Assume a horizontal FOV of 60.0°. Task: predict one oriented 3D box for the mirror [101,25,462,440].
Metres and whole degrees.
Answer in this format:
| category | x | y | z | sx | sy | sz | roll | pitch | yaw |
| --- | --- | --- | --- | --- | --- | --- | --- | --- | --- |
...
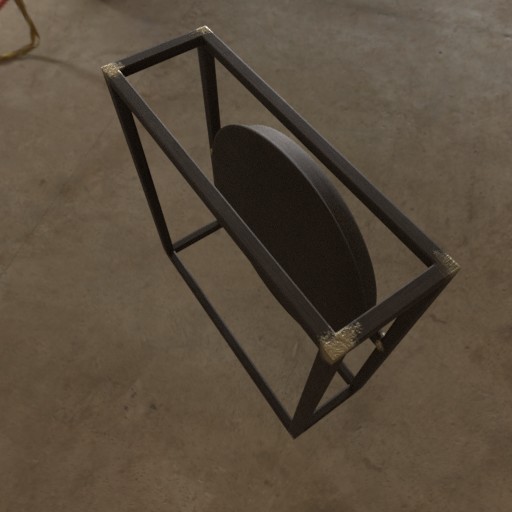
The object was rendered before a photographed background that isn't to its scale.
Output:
| category | x | y | z | sx | sy | sz | roll | pitch | yaw |
| --- | --- | --- | --- | --- | --- | --- | --- | --- | --- |
| mirror | 0.000 | 0.000 | 0.456 | 0.107 | 0.303 | 0.306 | -31 | 64 | -17 |
